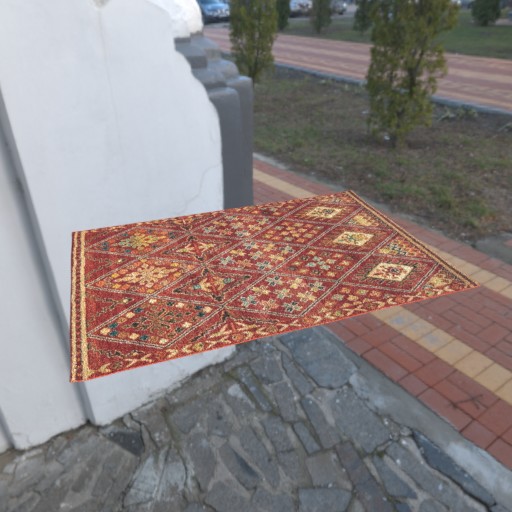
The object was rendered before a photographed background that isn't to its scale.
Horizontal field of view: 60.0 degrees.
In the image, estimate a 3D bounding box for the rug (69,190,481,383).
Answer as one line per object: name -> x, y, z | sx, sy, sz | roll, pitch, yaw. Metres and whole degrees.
rug -> 0.000, 0.000, 2.894 | 2.286, 0.026, 1.521 | -10, 32, -17
